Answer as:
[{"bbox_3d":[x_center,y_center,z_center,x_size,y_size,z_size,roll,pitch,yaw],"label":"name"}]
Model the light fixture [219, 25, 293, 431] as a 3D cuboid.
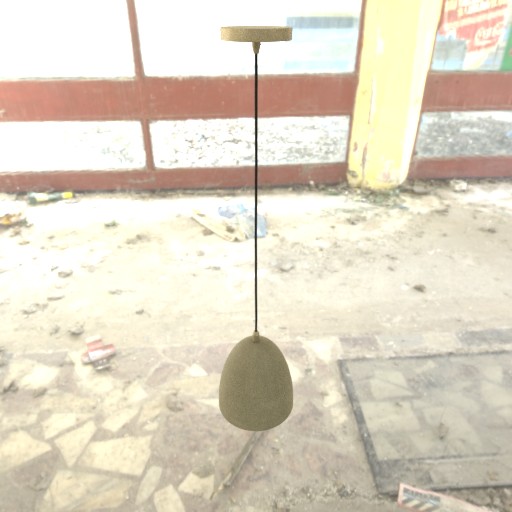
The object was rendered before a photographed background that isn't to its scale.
[{"bbox_3d":[0.000,0.000,0.827,0.170,0.759,0.170,8,31,14],"label":"light fixture"}]
